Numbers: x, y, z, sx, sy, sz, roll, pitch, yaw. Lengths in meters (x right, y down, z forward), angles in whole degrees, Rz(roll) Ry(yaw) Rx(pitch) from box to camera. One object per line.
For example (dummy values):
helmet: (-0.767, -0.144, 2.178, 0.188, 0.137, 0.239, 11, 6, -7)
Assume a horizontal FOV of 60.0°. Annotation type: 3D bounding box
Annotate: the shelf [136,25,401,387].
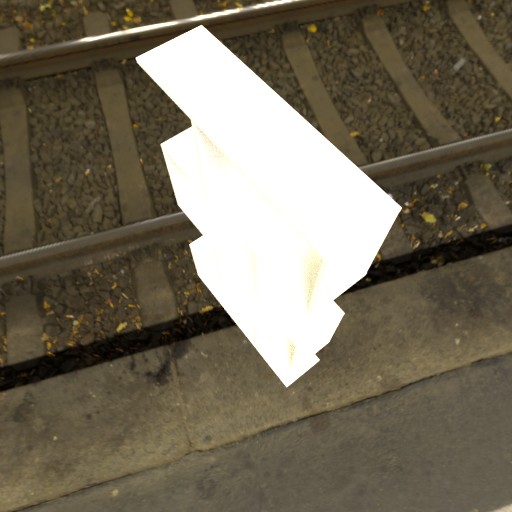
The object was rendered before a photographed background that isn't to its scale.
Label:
shelf: (0.000, 0.000, 1.988, 0.250, 1.650, 0.890, -35, 69, -16)
